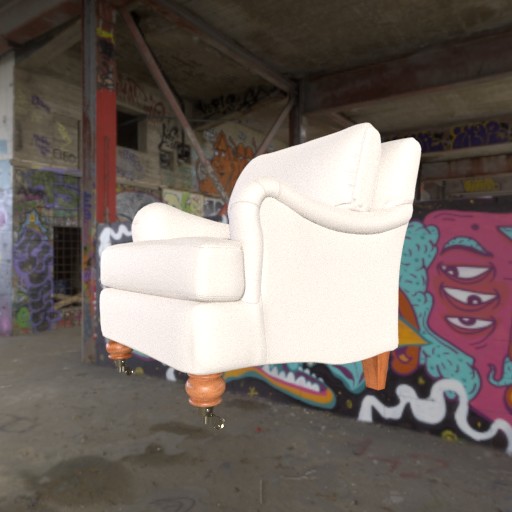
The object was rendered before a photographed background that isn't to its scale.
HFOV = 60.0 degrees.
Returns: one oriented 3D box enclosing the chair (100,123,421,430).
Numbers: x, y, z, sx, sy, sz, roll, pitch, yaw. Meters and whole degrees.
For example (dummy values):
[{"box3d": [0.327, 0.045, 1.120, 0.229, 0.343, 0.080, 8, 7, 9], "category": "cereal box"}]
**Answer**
[{"box3d": [0.000, 0.000, 1.860, 1.070, 1.038, 0.955, 0, -1, -36], "category": "chair"}]
